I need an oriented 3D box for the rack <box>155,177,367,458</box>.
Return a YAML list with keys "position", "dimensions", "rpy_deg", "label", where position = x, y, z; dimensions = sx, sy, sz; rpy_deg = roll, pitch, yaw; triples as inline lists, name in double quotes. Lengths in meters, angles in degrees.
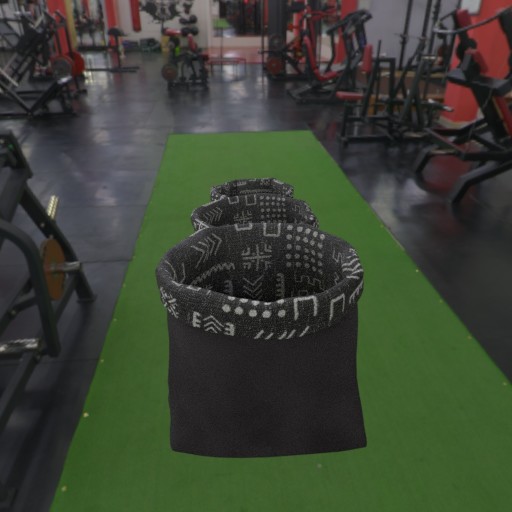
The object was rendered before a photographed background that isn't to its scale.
- position: [0.000, 0.000, 1.097]
  dimensions: [0.379, 0.323, 0.905]
  rpy_deg: [-1, 29, -2]
  label: "rack"
